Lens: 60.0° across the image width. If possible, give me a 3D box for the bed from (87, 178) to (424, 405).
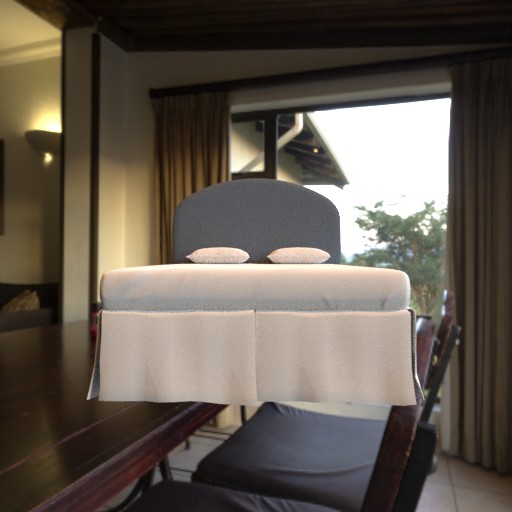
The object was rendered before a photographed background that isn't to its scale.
[{"bbox_3d":[0.000,0.000,3.055,1.607,1.410,2.005,0,0,0],"label":"bed"}]
